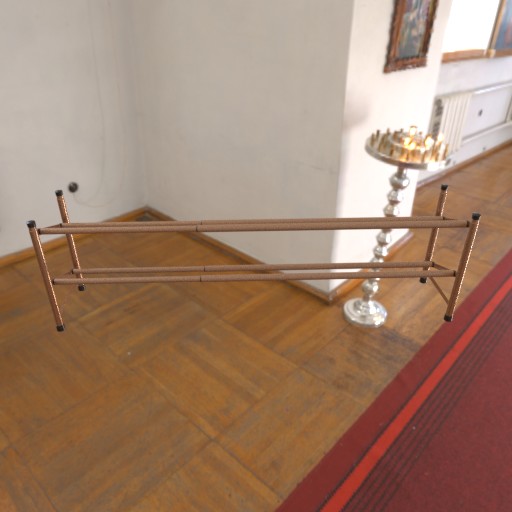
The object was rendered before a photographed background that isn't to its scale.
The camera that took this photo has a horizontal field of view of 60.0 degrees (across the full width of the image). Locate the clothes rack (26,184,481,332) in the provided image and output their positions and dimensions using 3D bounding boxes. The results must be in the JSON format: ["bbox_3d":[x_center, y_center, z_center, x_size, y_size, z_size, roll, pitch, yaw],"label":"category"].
[{"bbox_3d":[0.000,0.000,1.312,1.168,0.349,0.229,-1,30,-2],"label":"clothes rack"}]
